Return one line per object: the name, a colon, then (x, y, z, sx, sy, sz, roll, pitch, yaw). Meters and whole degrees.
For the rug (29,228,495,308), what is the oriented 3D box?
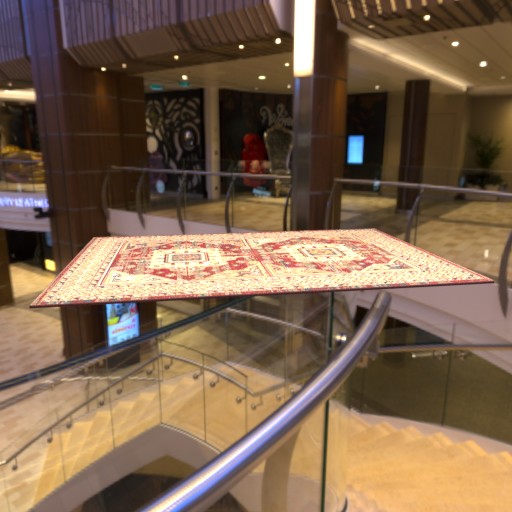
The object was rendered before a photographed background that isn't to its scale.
rug: (0.000, 0.000, 5.743, 4.578, 0.033, 3.033, -2, 14, -9)
